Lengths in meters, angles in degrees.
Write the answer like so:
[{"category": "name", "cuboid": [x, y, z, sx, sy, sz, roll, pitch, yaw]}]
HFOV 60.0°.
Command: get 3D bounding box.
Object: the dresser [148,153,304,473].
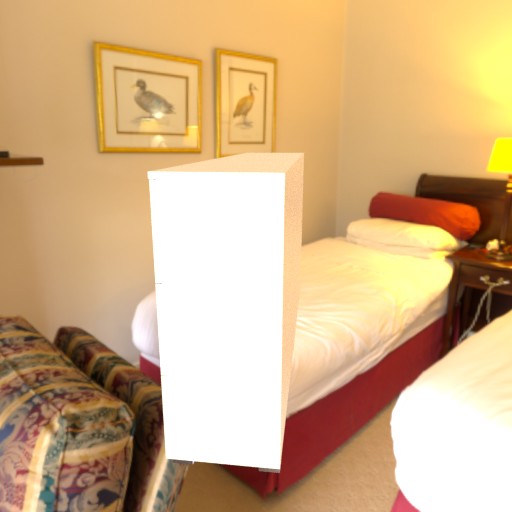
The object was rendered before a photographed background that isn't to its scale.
[{"category": "dresser", "cuboid": [0.000, 0.000, 1.837, 0.333, 0.790, 1.535, 2, 15, 7]}]
